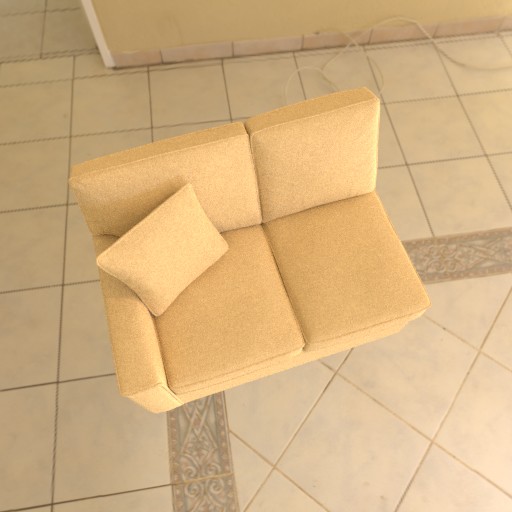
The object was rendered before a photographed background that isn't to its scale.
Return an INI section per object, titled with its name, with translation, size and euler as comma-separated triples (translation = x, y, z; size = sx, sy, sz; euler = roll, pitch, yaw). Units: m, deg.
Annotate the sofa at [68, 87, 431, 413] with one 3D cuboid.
[sofa]
translation = 0.000, 0.000, 2.094
size = 1.388, 0.989, 0.991
euler = -16, 65, -8
